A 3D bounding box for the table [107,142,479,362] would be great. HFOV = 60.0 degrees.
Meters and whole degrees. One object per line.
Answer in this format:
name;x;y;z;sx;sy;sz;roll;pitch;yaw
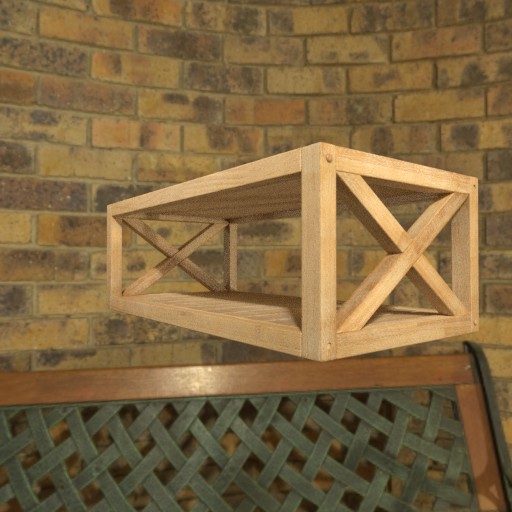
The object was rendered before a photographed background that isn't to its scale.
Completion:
table;0.000;0.000;1.632;0.660;0.457;1.321;1;-1;-37
